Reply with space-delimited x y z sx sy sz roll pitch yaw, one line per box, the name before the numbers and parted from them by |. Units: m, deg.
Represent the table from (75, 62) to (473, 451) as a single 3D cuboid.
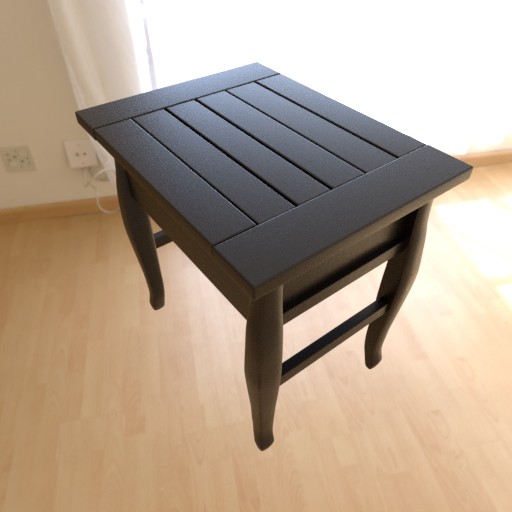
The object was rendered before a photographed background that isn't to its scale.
table | 0.000 0.000 1.020 0.460 0.604 0.602 -27 50 -26
